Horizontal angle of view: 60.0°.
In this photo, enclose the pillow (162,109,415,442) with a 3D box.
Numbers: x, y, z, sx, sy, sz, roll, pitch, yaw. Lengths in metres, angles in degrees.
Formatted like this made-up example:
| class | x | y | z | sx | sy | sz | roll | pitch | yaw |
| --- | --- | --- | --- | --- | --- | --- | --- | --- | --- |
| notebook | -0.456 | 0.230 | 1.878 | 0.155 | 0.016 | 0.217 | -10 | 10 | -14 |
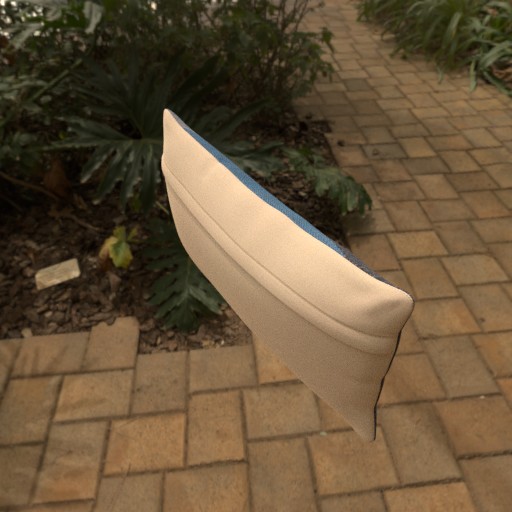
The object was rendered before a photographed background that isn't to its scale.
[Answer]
| class | x | y | z | sx | sy | sz | roll | pitch | yaw |
| --- | --- | --- | --- | --- | --- | --- | --- | --- | --- |
| pillow | 0.000 | 0.000 | 0.740 | 0.148 | 0.307 | 0.604 | -24 | 47 | -25 |
